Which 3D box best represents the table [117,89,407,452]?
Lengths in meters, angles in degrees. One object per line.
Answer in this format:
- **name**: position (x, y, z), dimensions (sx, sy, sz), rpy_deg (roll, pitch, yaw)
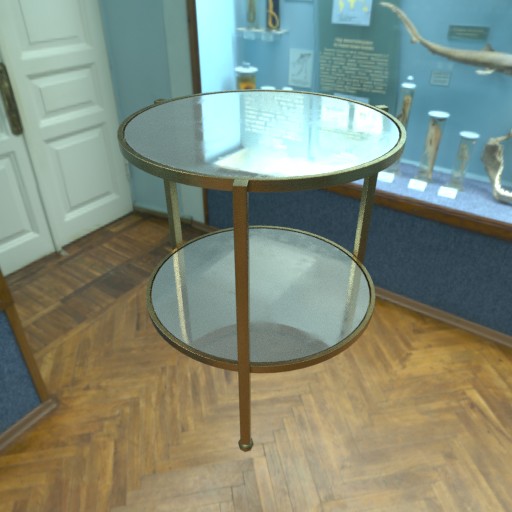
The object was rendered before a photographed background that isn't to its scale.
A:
- **table**: position (0.000, 0.000, 0.444), dimensions (0.243, 0.269, 0.231), rpy_deg (22, 40, 30)
